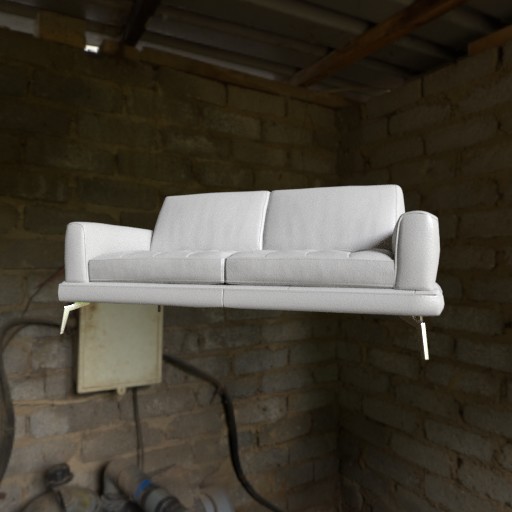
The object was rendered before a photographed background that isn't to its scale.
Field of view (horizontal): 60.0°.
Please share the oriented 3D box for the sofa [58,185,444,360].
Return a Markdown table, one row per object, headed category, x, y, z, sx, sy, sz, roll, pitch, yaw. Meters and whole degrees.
| category | x | y | z | sx | sy | sz | roll | pitch | yaw |
| --- | --- | --- | --- | --- | --- | --- | --- | --- | --- |
| sofa | 0.000 | 0.000 | 2.807 | 2.177 | 0.930 | 1.121 | 0 | 0 | 19 |
